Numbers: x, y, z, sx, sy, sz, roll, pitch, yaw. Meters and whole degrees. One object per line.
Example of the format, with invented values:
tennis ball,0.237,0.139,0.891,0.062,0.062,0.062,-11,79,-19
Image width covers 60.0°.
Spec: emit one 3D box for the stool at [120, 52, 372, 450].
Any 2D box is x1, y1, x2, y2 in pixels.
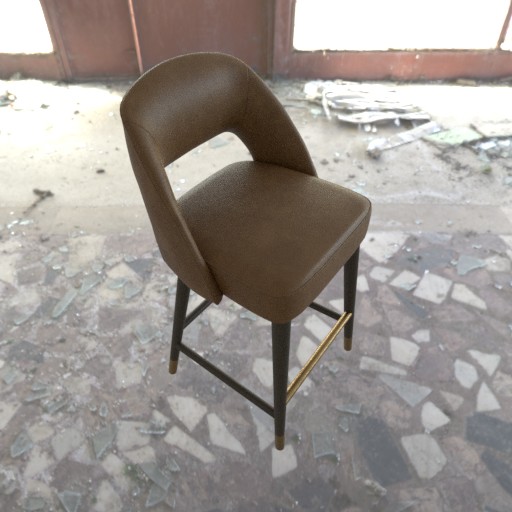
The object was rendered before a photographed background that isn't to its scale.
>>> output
stool,0.000,0.000,1.212,0.509,0.940,0.494,26,49,26
